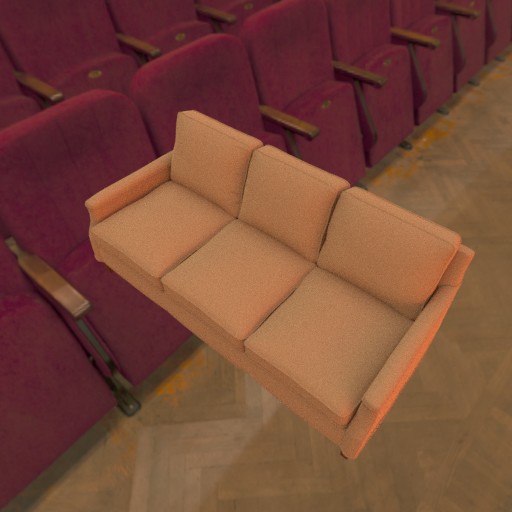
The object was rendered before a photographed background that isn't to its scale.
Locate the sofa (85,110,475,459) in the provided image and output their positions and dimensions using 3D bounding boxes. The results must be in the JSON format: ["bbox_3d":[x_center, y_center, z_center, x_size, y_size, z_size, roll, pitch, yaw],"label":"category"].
[{"bbox_3d":[0.000,0.000,2.807,2.246,1.003,1.084,32,55,26],"label":"sofa"}]
